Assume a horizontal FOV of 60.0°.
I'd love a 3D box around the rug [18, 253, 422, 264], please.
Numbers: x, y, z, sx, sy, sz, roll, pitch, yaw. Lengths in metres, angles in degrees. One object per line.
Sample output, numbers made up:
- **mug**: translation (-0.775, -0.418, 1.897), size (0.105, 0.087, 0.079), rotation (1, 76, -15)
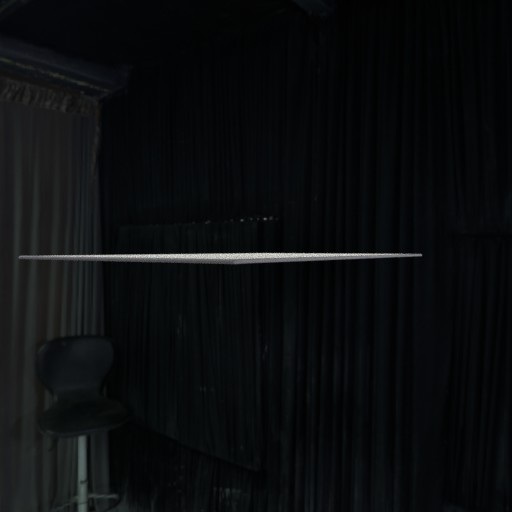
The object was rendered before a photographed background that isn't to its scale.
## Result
- **rug**: translation (0.000, 0.000, 2.080), size (1.067, 0.013, 1.676), rotation (1, 1, 36)
